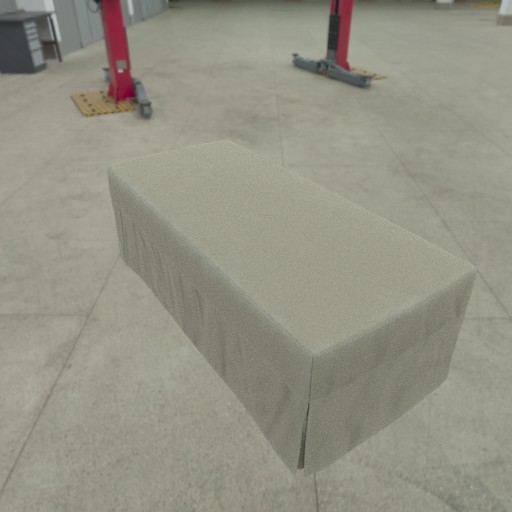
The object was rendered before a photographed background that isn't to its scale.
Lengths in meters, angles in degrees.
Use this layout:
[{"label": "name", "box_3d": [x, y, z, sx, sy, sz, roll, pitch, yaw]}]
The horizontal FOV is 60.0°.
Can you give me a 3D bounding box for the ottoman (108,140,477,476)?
[{"label": "ottoman", "box_3d": [0.000, 0.000, 1.667, 0.665, 0.457, 1.388, -21, 38, -28]}]
